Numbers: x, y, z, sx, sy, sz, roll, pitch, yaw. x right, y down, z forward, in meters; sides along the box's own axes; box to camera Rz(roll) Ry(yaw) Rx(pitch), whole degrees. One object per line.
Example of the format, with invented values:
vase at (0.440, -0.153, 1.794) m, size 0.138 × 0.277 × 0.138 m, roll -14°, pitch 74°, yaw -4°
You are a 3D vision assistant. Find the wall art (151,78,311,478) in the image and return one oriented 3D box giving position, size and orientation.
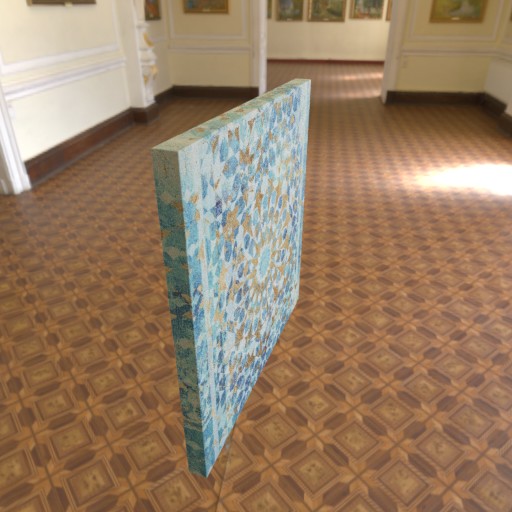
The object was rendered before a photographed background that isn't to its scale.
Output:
wall art at (0.000, 0.000, 0.917) m, size 0.040 × 0.609 × 0.609 m, roll 11°, pitch 31°, yaw 18°
